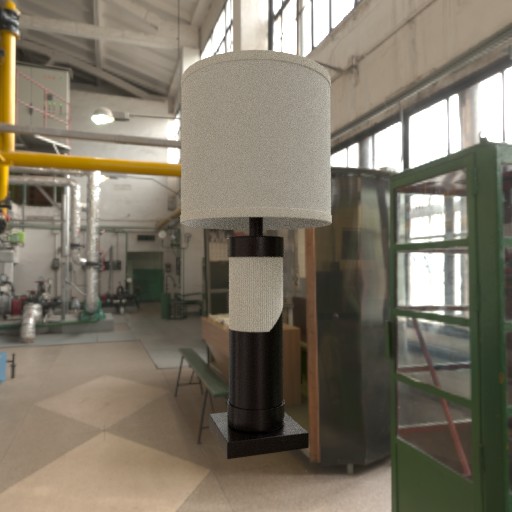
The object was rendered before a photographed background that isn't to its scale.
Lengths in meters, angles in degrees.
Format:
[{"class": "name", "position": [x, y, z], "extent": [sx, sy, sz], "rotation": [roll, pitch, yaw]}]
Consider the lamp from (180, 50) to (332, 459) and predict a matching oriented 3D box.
[{"class": "lamp", "position": [0.000, 0.000, 0.626], "extent": [0.211, 0.509, 0.211], "rotation": [0, -1, -18]}]
